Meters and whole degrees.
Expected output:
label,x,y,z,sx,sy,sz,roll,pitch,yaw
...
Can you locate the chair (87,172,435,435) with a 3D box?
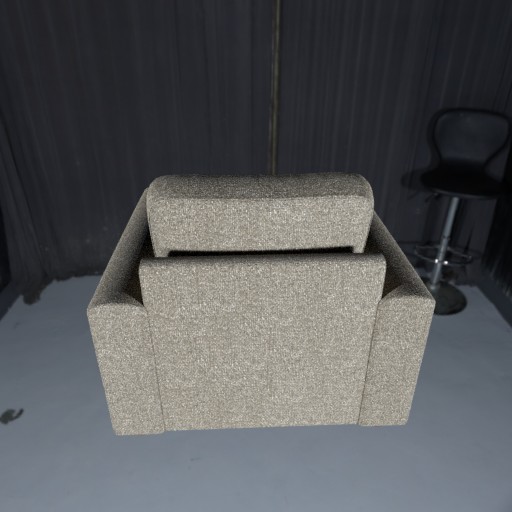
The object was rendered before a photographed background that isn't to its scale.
label,x,y,z,sx,sy,sz,roll,pitch,yaw
chair,0.000,0.000,1.752,1.005,0.873,1.016,-1,29,-2
